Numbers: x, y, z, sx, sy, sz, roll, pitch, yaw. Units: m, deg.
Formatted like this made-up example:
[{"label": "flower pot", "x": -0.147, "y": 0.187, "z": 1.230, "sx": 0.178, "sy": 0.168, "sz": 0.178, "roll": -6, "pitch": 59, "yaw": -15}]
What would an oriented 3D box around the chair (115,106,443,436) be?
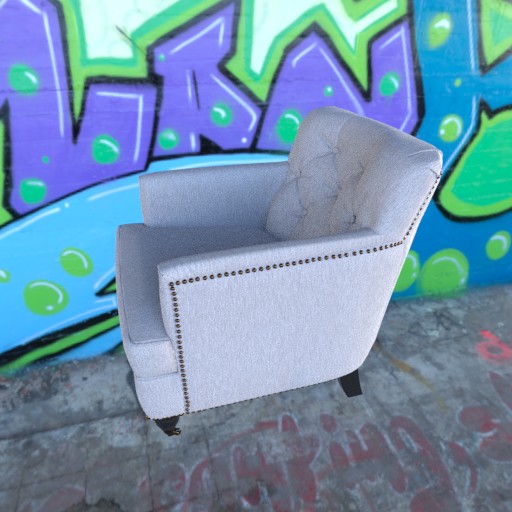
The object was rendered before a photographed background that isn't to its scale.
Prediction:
[{"label": "chair", "x": 0.000, "y": 0.000, "z": 1.473, "sx": 0.902, "sy": 0.823, "sz": 0.737, "roll": -8, "pitch": 30, "yaw": -15}]
